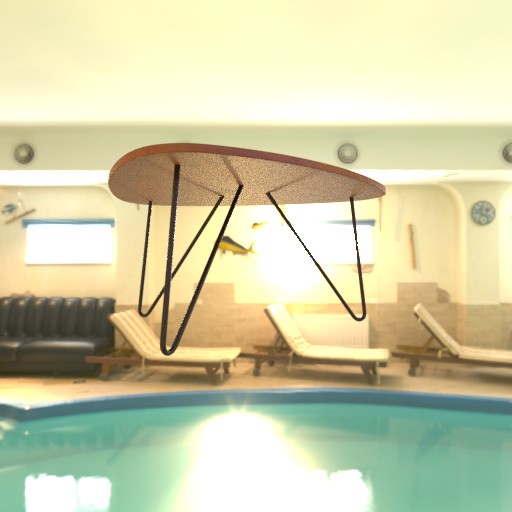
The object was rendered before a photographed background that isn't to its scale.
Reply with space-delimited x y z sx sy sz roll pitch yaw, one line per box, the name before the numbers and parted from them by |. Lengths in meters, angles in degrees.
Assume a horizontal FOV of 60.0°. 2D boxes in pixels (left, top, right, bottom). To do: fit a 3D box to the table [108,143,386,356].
table | 0.000 0.000 1.296 0.821 0.413 0.833 0 -1 -19
